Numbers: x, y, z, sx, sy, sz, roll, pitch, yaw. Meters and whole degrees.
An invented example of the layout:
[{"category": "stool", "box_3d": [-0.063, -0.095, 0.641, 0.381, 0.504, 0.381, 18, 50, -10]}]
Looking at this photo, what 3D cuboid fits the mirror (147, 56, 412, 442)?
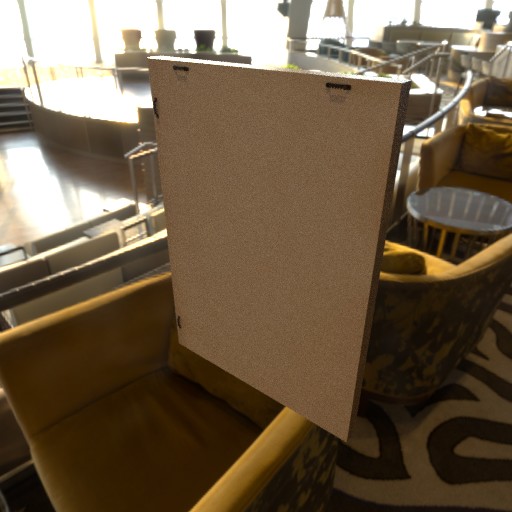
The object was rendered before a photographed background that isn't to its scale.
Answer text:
[{"category": "mirror", "box_3d": [0.000, 0.000, 0.900, 0.508, 0.711, 0.039, 21, 36, 32]}]
